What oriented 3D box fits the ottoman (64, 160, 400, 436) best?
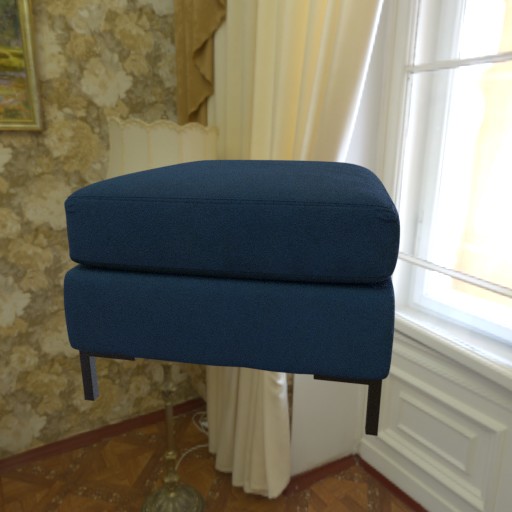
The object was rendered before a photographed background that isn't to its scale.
[{"bbox_3d":[0.000,0.000,1.183,0.655,0.485,0.794,3,16,11],"label":"ottoman"}]
